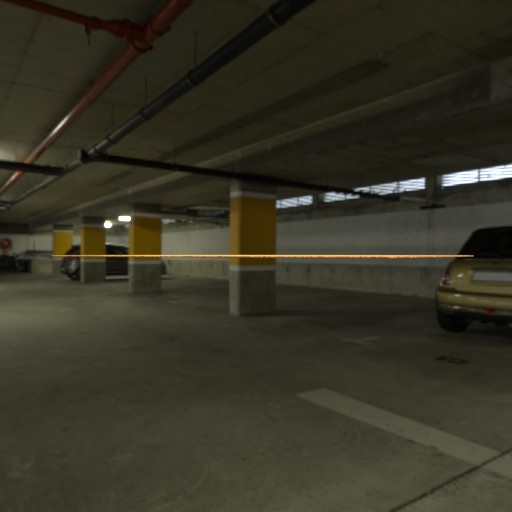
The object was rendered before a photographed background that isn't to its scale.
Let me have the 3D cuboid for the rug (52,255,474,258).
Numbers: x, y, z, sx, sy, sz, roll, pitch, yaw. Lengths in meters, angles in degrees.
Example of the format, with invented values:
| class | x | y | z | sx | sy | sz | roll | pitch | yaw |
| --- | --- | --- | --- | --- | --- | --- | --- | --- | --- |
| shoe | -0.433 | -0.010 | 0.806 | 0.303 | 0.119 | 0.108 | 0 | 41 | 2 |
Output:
| class | x | y | z | sx | sy | sz | roll | pitch | yaw |
| --- | --- | --- | --- | --- | --- | --- | --- | --- | --- |
| rug | 0.000 | 0.000 | 2.187 | 1.747 | 0.006 | 1.143 | 0 | 0 | 37 |
